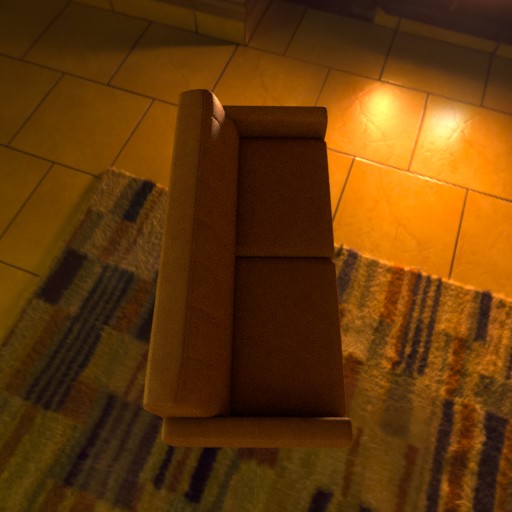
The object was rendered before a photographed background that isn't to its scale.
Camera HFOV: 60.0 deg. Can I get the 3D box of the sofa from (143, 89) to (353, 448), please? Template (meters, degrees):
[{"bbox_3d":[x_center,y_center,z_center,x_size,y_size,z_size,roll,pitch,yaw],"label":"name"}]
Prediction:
[{"bbox_3d":[0.000,0.000,2.705,0.980,0.892,2.137,1,64,0],"label":"sofa"}]
